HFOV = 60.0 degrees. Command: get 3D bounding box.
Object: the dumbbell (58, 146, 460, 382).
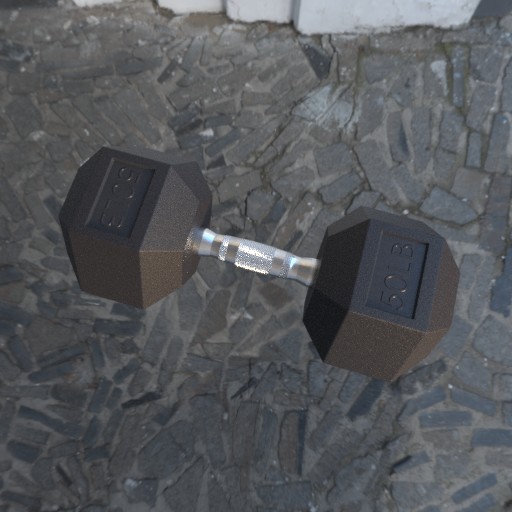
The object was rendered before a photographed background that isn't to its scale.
[{"bbox_3d":[0.000,0.000,0.466,0.384,0.150,0.173,16,76,4],"label":"dumbbell"}]
